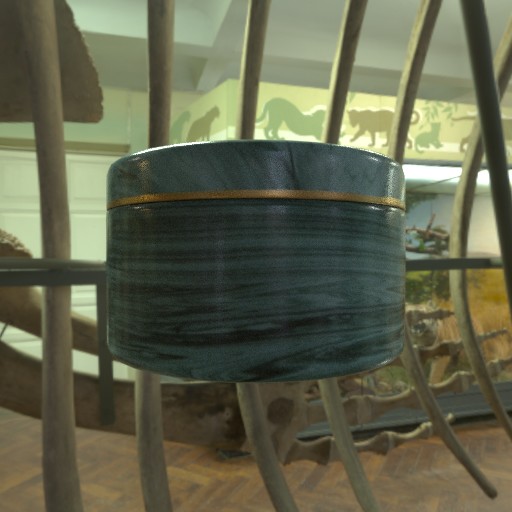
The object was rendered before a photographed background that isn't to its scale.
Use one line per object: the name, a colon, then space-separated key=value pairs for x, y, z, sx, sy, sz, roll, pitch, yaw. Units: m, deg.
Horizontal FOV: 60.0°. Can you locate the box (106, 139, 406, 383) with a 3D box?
box: x=0.000 y=0.000 z=0.159 sx=0.101 sy=0.063 sz=0.101 roll=0 pitch=1 yaw=0
